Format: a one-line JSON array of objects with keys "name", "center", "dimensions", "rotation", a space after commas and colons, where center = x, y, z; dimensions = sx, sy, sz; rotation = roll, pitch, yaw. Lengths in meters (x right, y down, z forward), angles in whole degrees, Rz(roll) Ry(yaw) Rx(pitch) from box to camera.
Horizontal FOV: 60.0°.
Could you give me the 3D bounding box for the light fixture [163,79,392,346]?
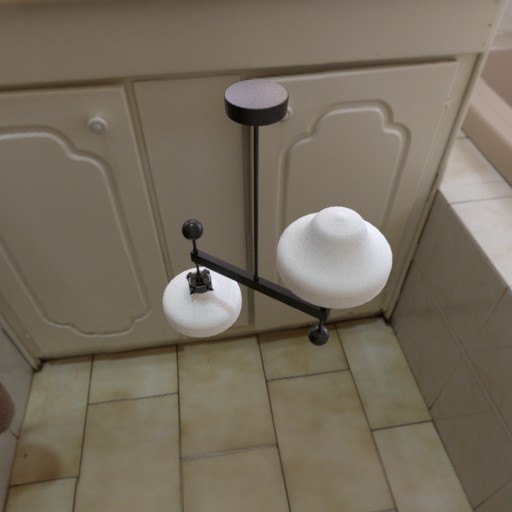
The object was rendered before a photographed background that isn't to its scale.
[{"name": "light fixture", "center": [0.000, 0.000, 0.970], "dimensions": [0.489, 0.743, 0.422], "rotation": [-5, 46, -5]}]
